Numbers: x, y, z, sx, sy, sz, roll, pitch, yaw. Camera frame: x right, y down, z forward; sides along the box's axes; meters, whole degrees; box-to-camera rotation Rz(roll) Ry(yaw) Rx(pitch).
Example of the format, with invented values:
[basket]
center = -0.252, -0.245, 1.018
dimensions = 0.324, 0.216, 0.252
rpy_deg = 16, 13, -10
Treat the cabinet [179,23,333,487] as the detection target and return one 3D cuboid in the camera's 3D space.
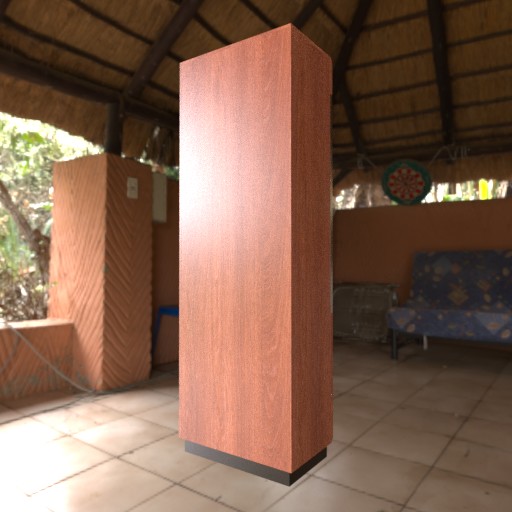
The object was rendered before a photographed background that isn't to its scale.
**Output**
[cabinet]
center = 0.000, 0.000, 2.241
dimensions = 0.660, 1.980, 0.420
rpy_deg = -1, -1, 35
